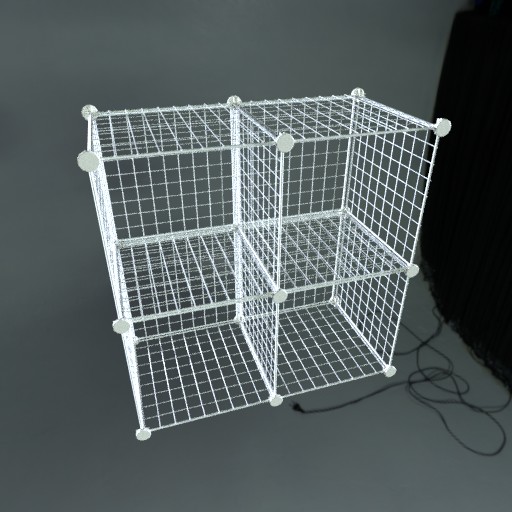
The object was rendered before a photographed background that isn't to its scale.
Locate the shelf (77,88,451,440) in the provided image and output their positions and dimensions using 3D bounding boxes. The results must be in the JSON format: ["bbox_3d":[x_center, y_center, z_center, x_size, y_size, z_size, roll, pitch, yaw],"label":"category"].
[{"bbox_3d":[0.000,0.000,1.121,0.711,0.711,0.356,-9,32,-15],"label":"shelf"}]
